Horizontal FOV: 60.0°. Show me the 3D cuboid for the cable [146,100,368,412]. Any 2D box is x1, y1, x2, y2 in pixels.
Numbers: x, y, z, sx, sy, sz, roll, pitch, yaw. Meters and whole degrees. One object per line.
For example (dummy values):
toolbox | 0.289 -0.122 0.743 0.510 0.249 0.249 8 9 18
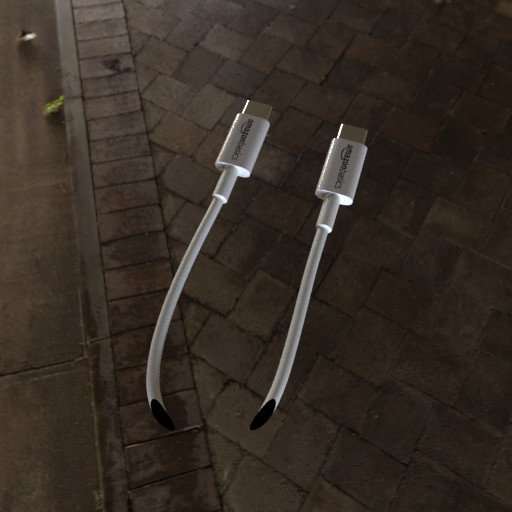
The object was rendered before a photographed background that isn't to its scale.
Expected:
cable | 0.000 0.000 0.116 0.041 0.005 0.098 17 67 7
